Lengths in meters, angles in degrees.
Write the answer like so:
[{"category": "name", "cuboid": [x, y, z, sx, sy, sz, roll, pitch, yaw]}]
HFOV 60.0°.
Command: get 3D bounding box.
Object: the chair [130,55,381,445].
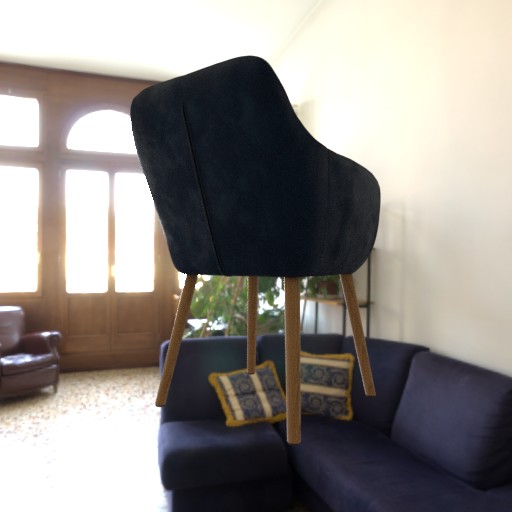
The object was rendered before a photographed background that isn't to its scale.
[{"category": "chair", "cuboid": [0.000, 0.000, 1.225, 0.578, 0.826, 0.573, -1, -1, 36]}]
